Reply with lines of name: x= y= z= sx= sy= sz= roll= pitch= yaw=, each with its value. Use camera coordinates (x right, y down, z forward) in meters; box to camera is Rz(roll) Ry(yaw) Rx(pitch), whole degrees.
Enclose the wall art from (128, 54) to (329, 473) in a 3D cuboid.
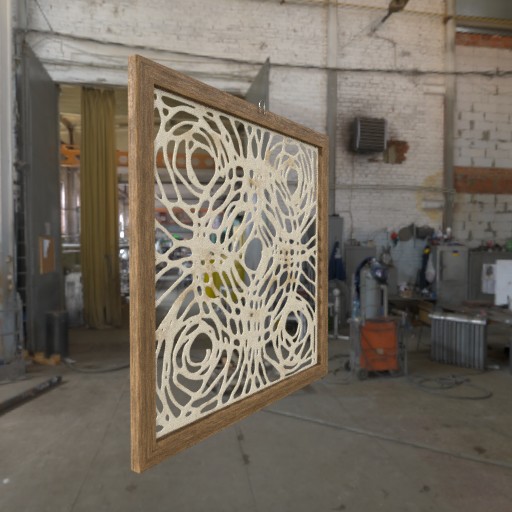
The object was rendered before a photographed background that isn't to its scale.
wall art: x=0.000 y=0.000 z=0.822 sx=0.021 sy=0.576 sz=0.561 roll=1 pitch=2 yaw=36
